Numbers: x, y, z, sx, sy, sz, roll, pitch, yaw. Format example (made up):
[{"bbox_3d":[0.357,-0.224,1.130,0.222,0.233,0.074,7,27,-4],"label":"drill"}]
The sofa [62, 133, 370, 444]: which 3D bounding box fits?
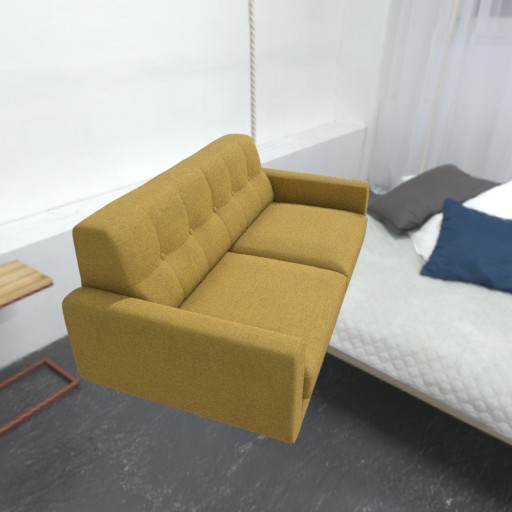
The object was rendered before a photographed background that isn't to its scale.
[{"bbox_3d":[0.000,0.000,2.179,0.909,0.841,1.631,10,31,17],"label":"sofa"}]
